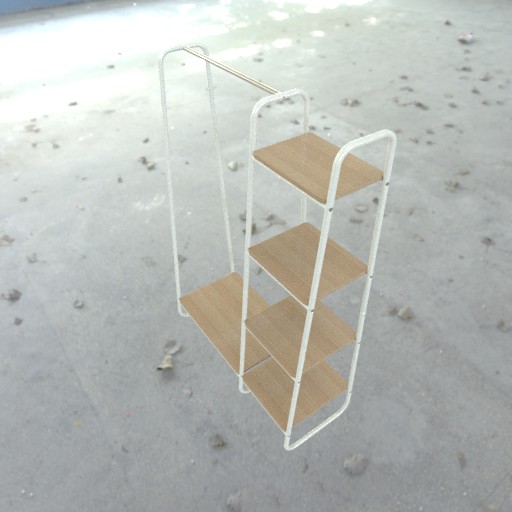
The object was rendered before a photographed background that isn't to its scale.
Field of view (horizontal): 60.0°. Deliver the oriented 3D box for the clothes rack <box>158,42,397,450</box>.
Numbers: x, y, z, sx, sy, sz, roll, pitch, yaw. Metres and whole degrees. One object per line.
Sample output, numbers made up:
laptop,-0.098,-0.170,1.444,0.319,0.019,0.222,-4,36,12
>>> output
clothes rack,0.000,0.000,1.924,0.400,1.500,1.011,-25,47,-26
